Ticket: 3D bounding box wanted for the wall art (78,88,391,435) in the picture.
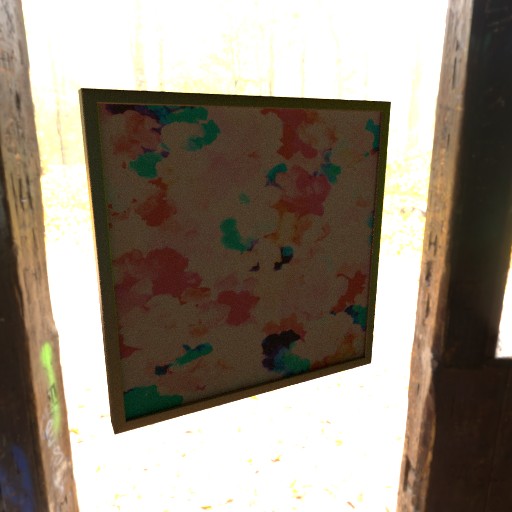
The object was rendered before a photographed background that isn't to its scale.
[{"bbox_3d":[0.000,0.000,0.749,0.510,0.509,0.037,-7,17,-25],"label":"wall art"}]
